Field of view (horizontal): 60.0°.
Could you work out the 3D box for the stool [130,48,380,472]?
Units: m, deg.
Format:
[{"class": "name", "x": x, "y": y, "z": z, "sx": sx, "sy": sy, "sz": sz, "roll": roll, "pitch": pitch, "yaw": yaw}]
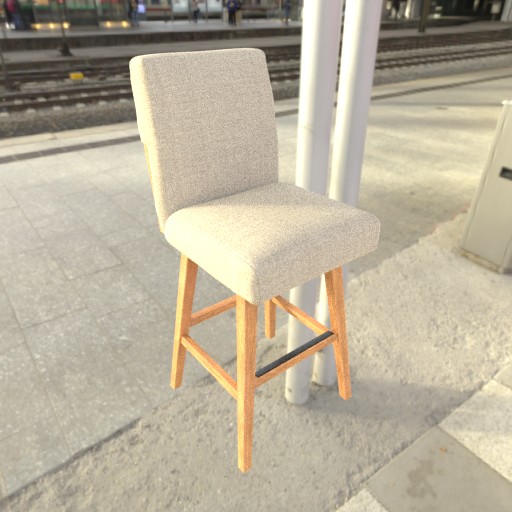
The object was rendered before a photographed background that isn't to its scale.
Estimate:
[{"class": "stool", "x": 0.000, "y": 0.000, "z": 1.349, "sx": 0.483, "sy": 1.106, "sz": 0.569, "roll": -21, "pitch": 36, "yaw": -33}]
